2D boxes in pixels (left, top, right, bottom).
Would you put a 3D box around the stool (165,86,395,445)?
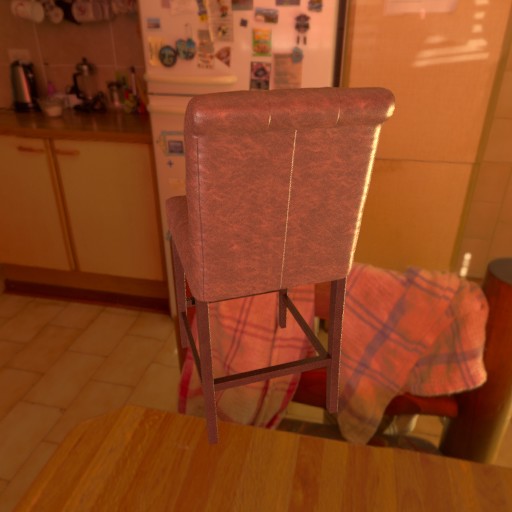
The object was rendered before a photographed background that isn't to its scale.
[{"bbox_3d":[0.000,0.000,1.429,0.486,1.084,0.660,-8,29,-16],"label":"stool"}]
